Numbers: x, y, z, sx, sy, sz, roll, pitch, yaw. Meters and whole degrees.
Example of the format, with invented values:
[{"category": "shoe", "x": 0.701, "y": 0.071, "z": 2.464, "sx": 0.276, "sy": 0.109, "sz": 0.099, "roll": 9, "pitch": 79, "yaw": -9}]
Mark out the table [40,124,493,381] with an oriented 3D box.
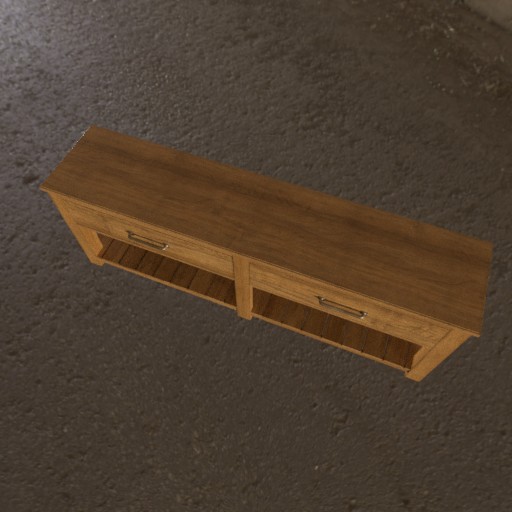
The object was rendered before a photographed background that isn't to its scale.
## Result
[{"category": "table", "x": 0.000, "y": 0.000, "z": 2.062, "sx": 1.815, "sy": 0.635, "sz": 0.425, "roll": 18, "pitch": 60, "yaw": 11}]
